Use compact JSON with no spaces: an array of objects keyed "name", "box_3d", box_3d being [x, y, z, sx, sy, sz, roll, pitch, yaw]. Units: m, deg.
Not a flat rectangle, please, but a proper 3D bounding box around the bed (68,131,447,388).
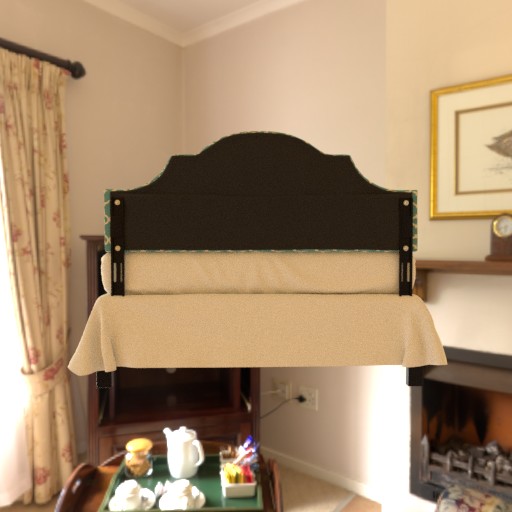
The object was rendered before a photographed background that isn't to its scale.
[{"name":"bed","box_3d":[0.000,0.000,3.736,2.314,1.601,2.222,0,1,-1]}]
